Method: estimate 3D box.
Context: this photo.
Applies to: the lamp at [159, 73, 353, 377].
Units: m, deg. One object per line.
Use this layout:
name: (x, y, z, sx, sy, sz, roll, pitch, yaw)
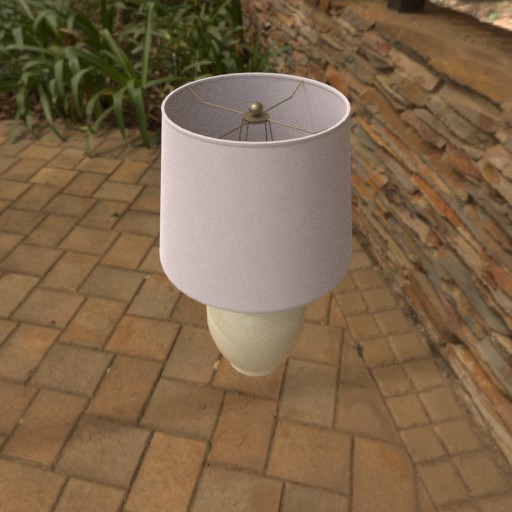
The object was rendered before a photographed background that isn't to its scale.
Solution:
lamp: (0.000, 0.000, 0.572, 0.239, 0.399, 0.239, 0, 39, 0)
